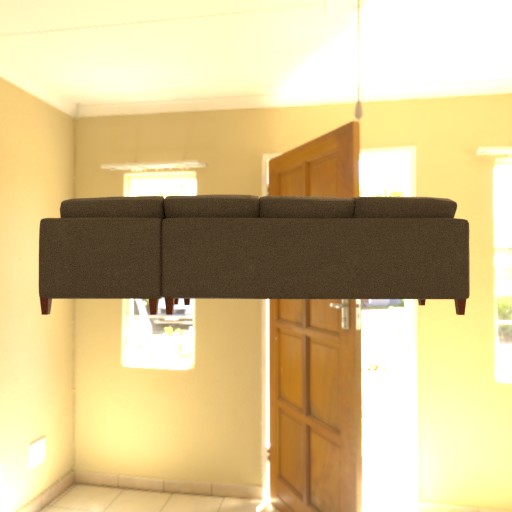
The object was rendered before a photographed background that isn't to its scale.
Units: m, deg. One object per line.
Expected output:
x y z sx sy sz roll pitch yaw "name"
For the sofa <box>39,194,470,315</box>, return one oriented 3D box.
0.000 0.000 4.598 3.302 0.947 2.593 0 -1 1 "sofa"
